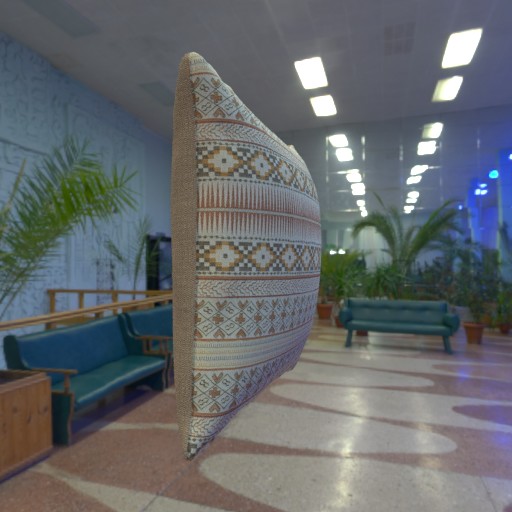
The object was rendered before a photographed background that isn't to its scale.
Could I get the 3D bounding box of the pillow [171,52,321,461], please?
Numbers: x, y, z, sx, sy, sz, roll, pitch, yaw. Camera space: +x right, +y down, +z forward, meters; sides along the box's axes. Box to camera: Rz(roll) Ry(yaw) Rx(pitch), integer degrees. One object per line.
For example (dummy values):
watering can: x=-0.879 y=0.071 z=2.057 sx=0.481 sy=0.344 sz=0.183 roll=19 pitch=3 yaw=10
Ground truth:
pillow: x=0.000 y=0.000 z=0.792 sx=0.215 sy=0.519 sz=0.521 roll=0 pitch=-1 yaw=19
